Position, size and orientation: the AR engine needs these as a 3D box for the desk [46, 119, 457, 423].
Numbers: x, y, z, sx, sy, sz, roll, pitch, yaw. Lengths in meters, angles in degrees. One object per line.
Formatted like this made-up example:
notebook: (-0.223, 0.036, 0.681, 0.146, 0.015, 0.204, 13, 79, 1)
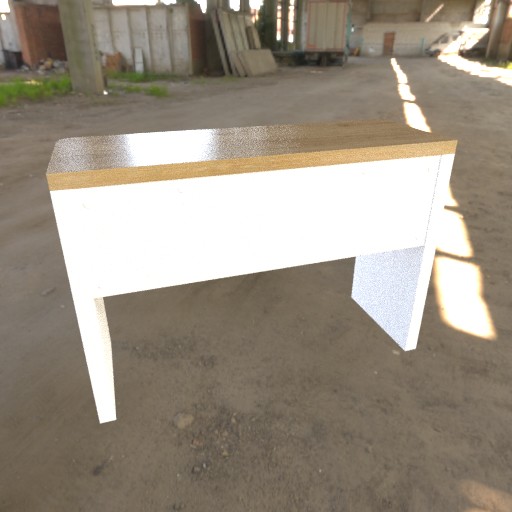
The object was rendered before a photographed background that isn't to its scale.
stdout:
desk: (0.000, 0.000, 1.462, 1.100, 0.760, 0.390, -8, 28, -16)
